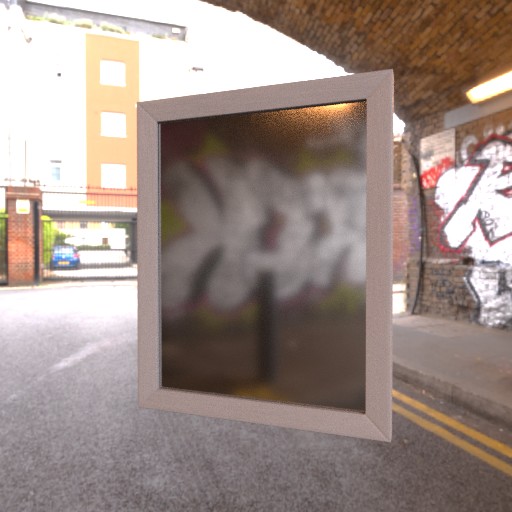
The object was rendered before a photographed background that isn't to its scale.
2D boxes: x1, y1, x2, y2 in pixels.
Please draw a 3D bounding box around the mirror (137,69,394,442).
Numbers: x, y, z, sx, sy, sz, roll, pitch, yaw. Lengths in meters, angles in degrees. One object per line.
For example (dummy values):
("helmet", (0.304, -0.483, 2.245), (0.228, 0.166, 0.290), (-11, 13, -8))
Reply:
("mirror", (0.000, 0.000, 0.688), (0.405, 0.508, 0.041), (0, 1, 20))
